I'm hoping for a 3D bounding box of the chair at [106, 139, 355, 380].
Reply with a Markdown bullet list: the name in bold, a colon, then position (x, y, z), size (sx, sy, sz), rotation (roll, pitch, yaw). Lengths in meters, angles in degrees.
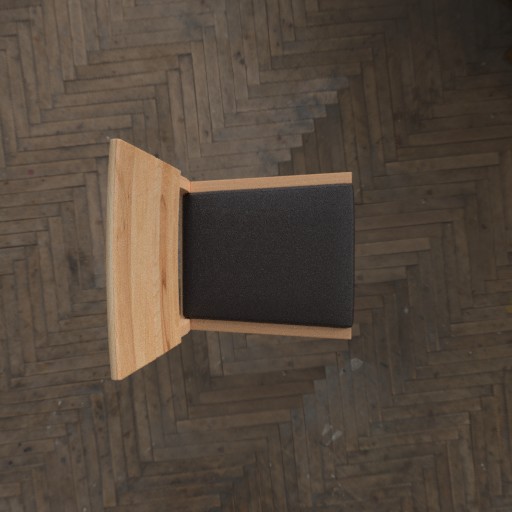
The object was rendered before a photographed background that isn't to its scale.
- **chair**: position (0.000, 0.000, 1.254), size (0.560, 0.950, 0.475), rotation (0, 91, -1)
